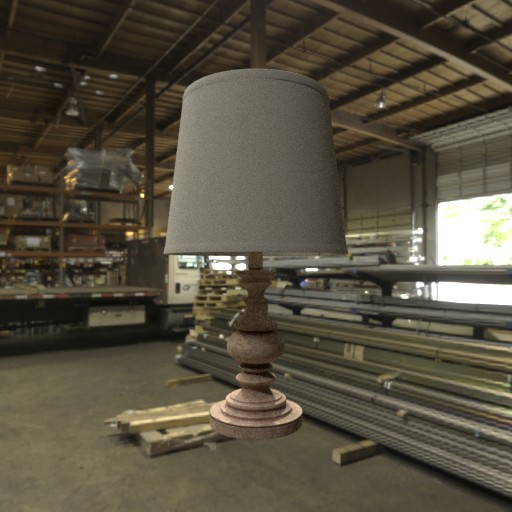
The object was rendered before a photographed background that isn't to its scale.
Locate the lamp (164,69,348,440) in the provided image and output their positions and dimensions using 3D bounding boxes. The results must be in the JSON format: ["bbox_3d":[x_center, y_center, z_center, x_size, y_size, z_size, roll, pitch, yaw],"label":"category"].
[{"bbox_3d":[0.000,0.000,0.669,0.273,0.497,0.273,0,-1,0],"label":"lamp"}]
